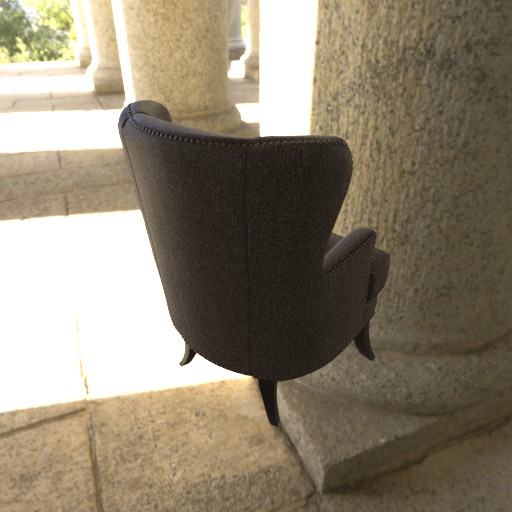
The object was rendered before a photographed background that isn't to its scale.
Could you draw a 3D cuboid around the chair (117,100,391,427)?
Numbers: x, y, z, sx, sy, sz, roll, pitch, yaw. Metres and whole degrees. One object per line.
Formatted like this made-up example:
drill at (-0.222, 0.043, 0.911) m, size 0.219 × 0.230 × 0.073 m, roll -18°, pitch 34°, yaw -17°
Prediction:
chair at (0.000, 0.000, 1.597) m, size 0.759 × 1.060 × 0.758 m, roll 22°, pitch 37°, yaw 32°
